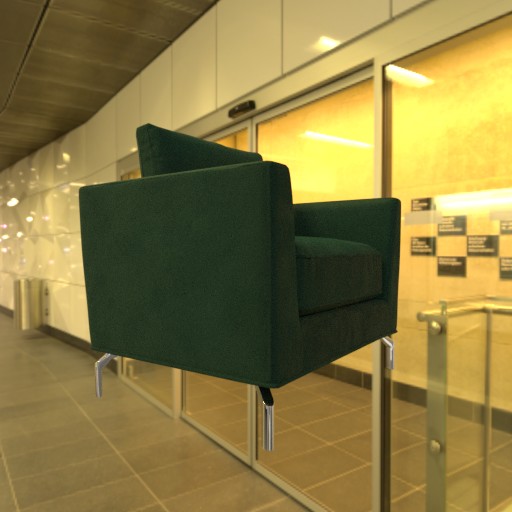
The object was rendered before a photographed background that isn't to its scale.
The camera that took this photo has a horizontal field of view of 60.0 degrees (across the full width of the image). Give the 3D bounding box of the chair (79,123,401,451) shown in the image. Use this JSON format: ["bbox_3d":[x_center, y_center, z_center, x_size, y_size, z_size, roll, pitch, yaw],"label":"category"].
[{"bbox_3d":[0.000,0.000,1.776,0.852,0.997,1.047,1,1,35],"label":"chair"}]
